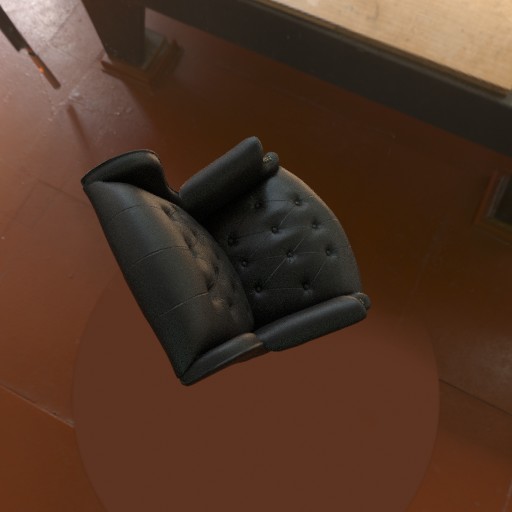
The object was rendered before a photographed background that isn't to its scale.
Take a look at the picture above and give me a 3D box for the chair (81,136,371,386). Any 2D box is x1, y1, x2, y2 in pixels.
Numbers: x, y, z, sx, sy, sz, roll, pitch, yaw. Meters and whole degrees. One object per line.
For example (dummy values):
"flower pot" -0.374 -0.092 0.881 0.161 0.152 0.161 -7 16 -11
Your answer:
"chair" 0.000 0.000 1.738 0.822 1.133 0.831 -29 77 -7
